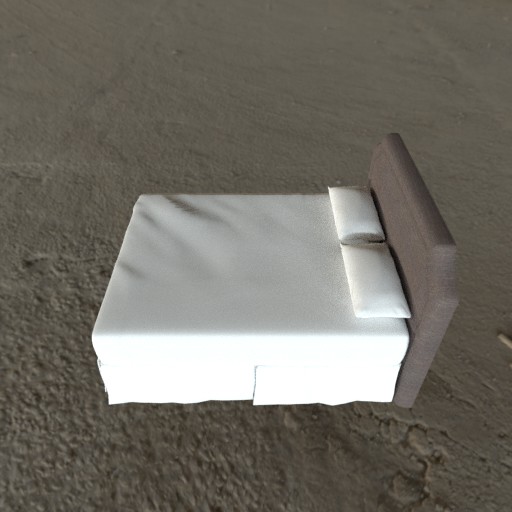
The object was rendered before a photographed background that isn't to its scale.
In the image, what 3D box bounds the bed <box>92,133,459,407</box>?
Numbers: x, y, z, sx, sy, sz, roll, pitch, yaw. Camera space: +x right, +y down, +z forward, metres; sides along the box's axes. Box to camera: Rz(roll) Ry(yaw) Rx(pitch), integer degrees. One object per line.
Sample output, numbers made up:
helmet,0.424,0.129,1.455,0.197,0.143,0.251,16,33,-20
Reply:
bed,0.000,0.000,3.187,2.116,1.290,1.693,0,42,0
